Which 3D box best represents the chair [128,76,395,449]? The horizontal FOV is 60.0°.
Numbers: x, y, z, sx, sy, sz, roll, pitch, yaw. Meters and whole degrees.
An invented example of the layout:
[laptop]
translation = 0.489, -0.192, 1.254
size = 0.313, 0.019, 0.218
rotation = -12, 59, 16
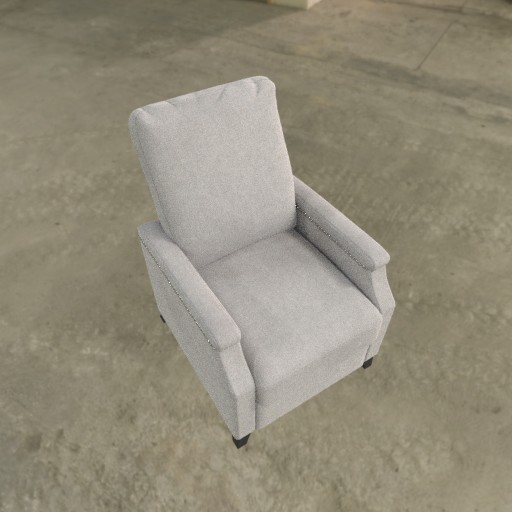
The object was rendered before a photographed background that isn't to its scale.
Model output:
[chair]
translation = 0.000, 0.000, 1.709
size = 0.710, 1.049, 0.922
rotation = -24, 51, -22
